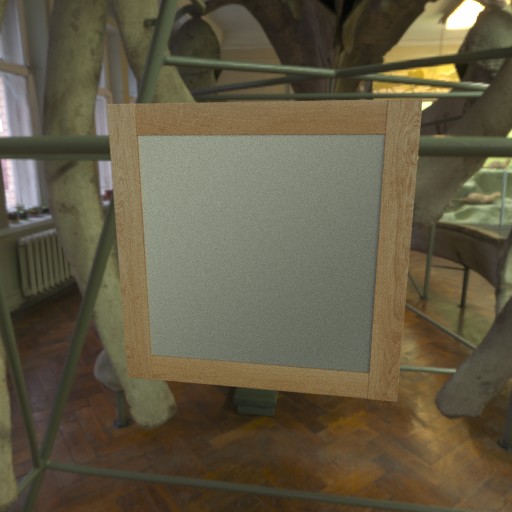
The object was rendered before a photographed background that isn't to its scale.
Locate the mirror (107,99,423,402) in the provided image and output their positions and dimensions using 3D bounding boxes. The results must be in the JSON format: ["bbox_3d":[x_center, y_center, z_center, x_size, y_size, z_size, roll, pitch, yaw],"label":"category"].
[{"bbox_3d":[0.000,0.000,1.215,0.800,0.800,0.020,2,14,9],"label":"mirror"}]
